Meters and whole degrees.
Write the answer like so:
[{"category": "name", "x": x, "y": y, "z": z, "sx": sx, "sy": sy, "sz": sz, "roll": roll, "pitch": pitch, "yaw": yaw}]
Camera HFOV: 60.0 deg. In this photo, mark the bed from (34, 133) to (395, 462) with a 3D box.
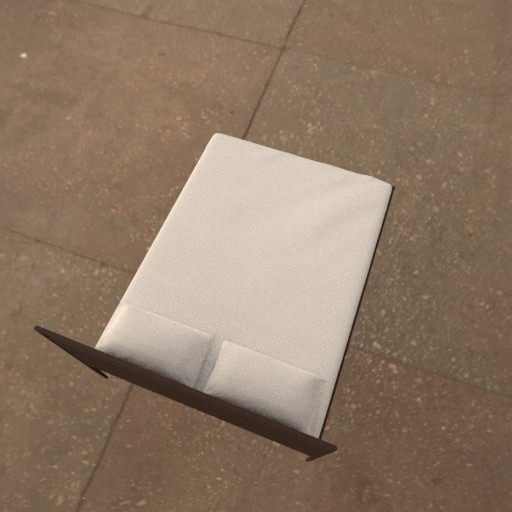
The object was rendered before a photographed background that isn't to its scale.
[{"category": "bed", "x": 0.000, "y": 0.000, "z": 3.056, "sx": 1.572, "sy": 1.173, "sz": 2.122, "roll": 19, "pitch": 64, "yaw": 9}]
